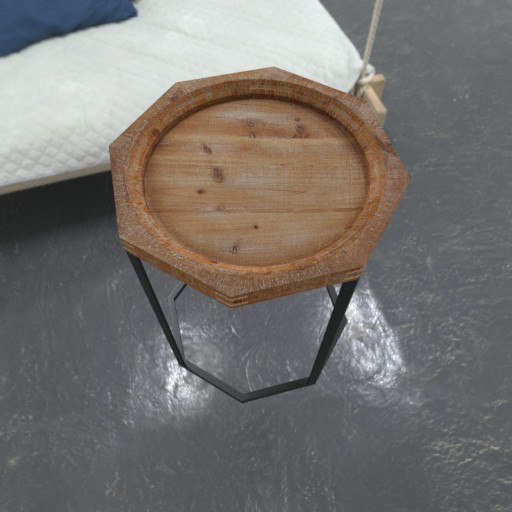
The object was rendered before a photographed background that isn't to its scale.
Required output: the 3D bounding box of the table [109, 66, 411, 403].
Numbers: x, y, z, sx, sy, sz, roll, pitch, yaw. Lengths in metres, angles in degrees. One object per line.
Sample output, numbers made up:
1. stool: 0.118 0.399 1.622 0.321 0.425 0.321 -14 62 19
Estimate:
1. table: 0.000 0.000 0.896 0.458 0.543 0.458 -33 64 -18
